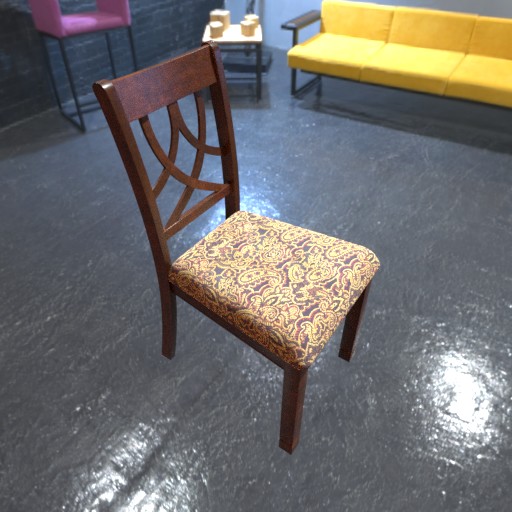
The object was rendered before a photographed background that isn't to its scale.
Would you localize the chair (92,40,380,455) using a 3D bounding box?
[{"bbox_3d":[0.000,0.000,1.246,0.584,0.965,0.457,24,46,25],"label":"chair"}]
